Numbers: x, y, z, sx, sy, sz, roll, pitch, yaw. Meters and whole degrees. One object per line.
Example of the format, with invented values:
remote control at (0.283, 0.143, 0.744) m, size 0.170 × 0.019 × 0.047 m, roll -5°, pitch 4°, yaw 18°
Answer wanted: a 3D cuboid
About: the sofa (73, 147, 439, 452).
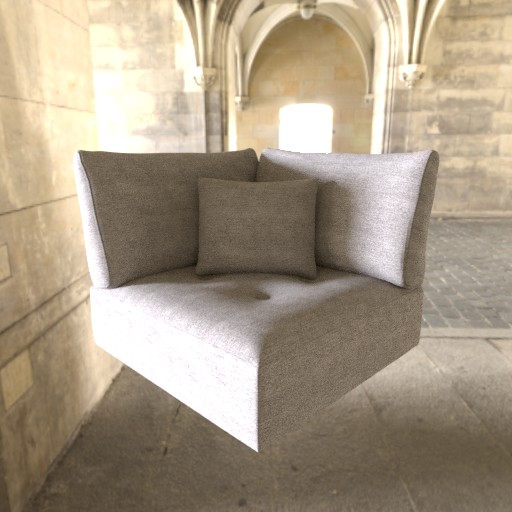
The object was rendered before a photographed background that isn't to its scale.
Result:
sofa at (0.000, 0.000, 1.744) m, size 1.000 × 0.820 × 1.000 m, roll 14°, pitch 20°, yaw 43°
